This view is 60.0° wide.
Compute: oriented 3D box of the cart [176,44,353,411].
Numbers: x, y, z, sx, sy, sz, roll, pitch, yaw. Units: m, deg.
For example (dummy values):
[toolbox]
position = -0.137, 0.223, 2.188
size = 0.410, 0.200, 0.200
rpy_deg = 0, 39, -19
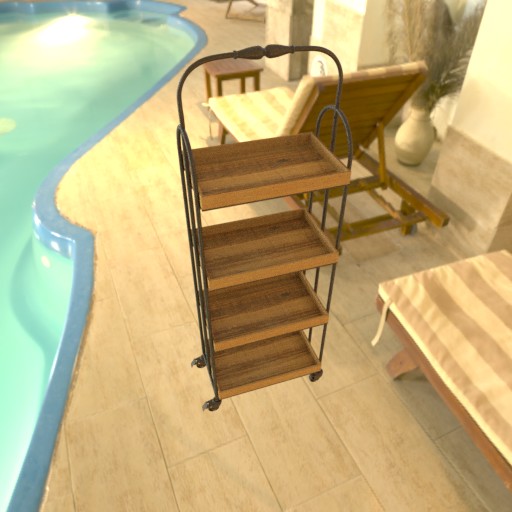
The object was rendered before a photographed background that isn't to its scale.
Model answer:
[cart]
position = 0.000, 0.000, 1.675
size = 0.581, 1.481, 0.308
rpy_deg = -12, 41, -14
